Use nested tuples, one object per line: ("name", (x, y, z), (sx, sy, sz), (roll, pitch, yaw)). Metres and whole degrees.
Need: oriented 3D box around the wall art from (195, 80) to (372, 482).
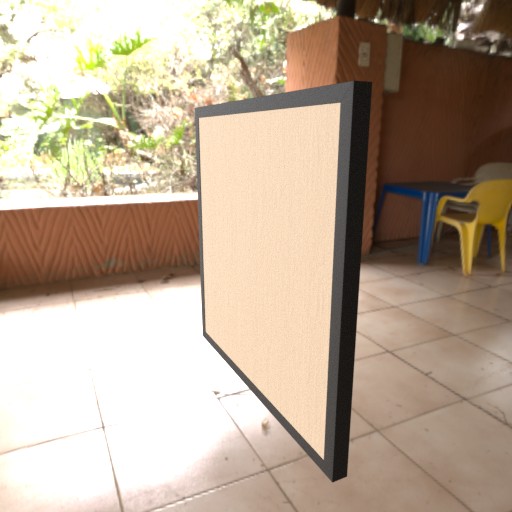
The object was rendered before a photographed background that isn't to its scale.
("wall art", (0.000, 0.000, 0.454), (0.015, 0.304, 0.306), (-7, 17, -26))
